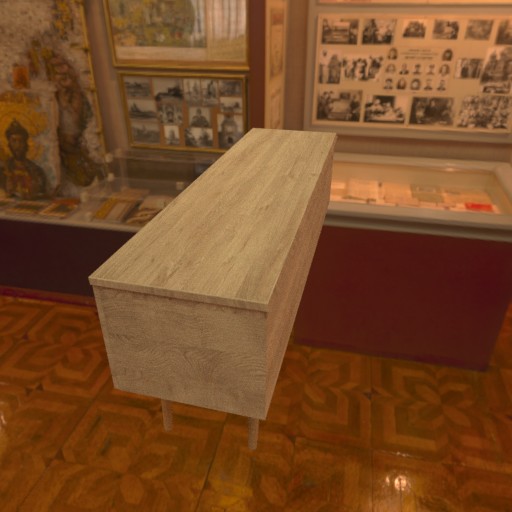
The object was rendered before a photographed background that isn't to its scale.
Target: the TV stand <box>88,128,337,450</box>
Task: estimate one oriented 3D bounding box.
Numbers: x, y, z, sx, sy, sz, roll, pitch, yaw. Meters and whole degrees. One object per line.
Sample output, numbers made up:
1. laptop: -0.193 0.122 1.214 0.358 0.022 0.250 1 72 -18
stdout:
1. TV stand: 0.000 0.000 1.555 0.401 0.565 1.313 7 30 12
